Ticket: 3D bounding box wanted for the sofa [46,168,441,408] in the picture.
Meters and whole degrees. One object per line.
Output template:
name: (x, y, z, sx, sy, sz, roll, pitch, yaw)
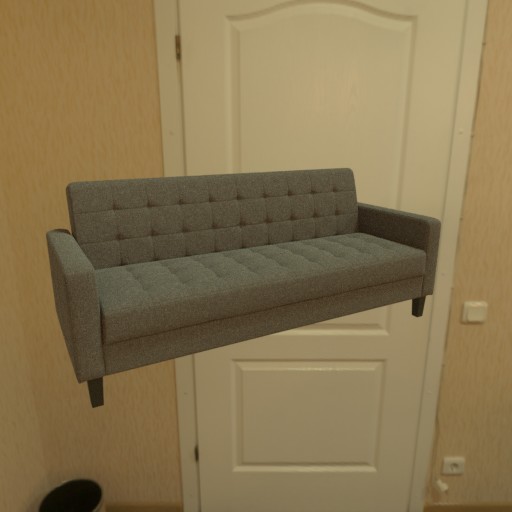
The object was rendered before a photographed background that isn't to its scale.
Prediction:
sofa: (0.000, 0.000, 2.446, 2.040, 0.850, 0.810, -9, 18, -28)
